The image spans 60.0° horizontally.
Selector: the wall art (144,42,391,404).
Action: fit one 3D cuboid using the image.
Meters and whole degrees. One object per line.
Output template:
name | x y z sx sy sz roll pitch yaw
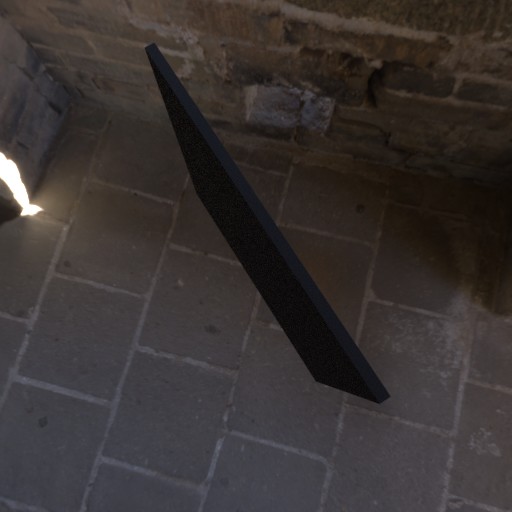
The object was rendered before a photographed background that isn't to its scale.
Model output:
wall art | 0.000 0.000 0.683 0.013 0.458 0.456 -31 79 -7
